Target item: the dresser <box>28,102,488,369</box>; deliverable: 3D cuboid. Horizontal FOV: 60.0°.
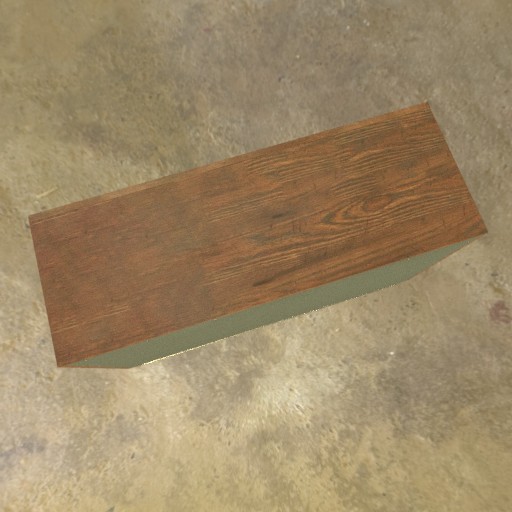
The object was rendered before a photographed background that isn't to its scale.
[{"bbox_3d":[0.000,0.000,2.196,1.646,1.061,0.623,-17,76,-4],"label":"dresser"}]
